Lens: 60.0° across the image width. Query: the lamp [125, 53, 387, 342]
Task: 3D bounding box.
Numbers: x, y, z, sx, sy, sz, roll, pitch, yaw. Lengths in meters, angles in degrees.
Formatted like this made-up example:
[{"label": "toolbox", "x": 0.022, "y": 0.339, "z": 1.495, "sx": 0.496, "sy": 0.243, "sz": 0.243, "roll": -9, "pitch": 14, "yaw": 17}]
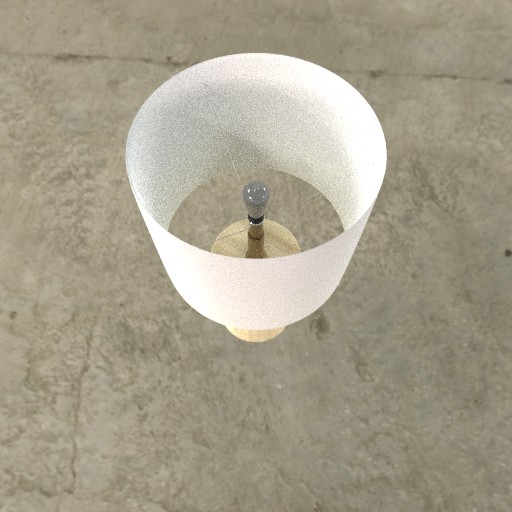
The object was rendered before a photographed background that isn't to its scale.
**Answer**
[{"label": "lamp", "x": 0.000, "y": 0.000, "z": 0.585, "sx": 0.228, "sy": 0.444, "sz": 0.228, "roll": 29, "pitch": 67, "yaw": 13}]
